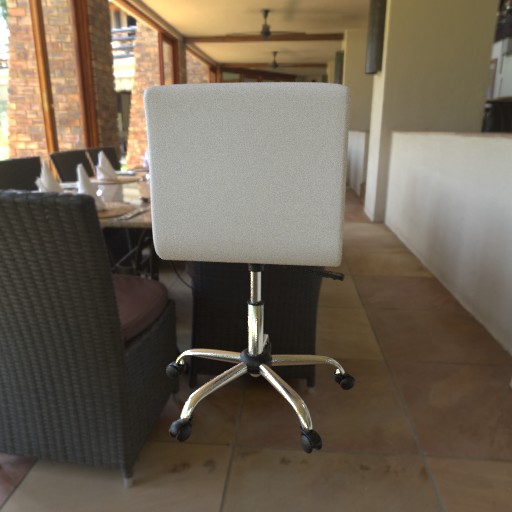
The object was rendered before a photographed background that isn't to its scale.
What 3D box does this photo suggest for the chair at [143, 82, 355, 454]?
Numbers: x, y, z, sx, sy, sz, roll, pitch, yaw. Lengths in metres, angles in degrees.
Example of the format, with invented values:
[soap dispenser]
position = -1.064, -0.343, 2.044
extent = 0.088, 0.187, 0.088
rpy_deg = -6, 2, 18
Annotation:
[chair]
position = 0.000, 0.000, 1.070
extent = 0.520, 0.750, 0.455
rpy_deg = 2, 16, 8
